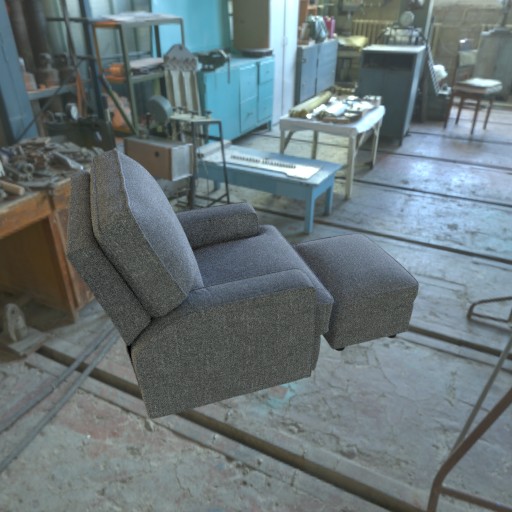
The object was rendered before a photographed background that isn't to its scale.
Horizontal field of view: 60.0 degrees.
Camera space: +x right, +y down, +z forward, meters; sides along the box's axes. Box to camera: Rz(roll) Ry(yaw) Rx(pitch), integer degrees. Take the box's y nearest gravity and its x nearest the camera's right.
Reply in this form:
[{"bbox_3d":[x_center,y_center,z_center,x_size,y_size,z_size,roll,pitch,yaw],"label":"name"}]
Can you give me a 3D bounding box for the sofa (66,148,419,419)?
[{"bbox_3d":[0.000,0.000,2.033,1.472,0.959,0.861,-10,32,-16],"label":"sofa"}]
